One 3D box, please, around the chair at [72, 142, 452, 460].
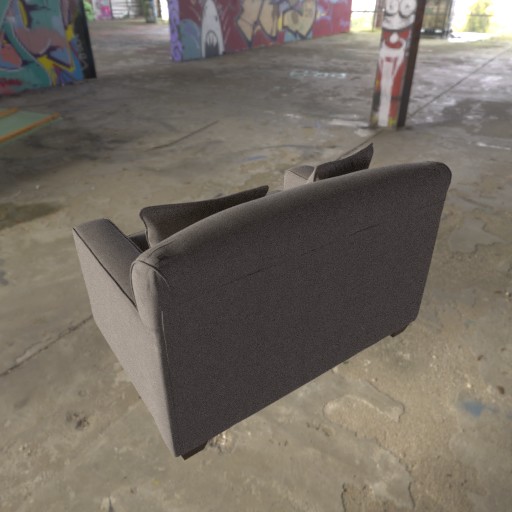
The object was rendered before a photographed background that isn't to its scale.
[{"bbox_3d":[0.000,0.000,2.064,1.395,0.953,0.992,-20,37,-29],"label":"chair"}]
